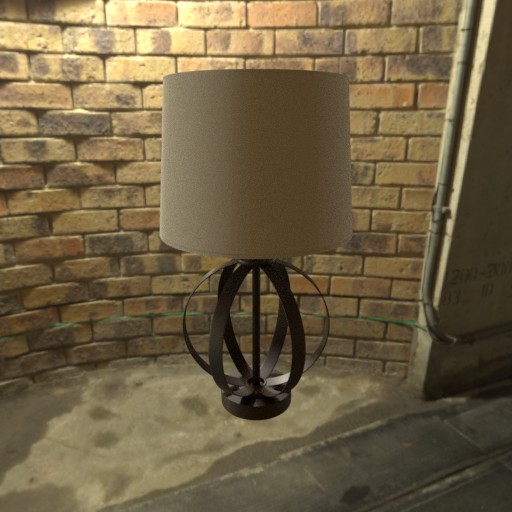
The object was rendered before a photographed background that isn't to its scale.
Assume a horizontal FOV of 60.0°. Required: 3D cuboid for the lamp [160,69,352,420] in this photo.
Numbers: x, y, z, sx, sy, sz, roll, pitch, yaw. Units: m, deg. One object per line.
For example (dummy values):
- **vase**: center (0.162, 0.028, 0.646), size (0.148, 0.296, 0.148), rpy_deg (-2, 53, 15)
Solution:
- **lamp**: center (0.000, 0.000, 0.685), size (0.286, 0.510, 0.286), rpy_deg (0, 17, 0)
